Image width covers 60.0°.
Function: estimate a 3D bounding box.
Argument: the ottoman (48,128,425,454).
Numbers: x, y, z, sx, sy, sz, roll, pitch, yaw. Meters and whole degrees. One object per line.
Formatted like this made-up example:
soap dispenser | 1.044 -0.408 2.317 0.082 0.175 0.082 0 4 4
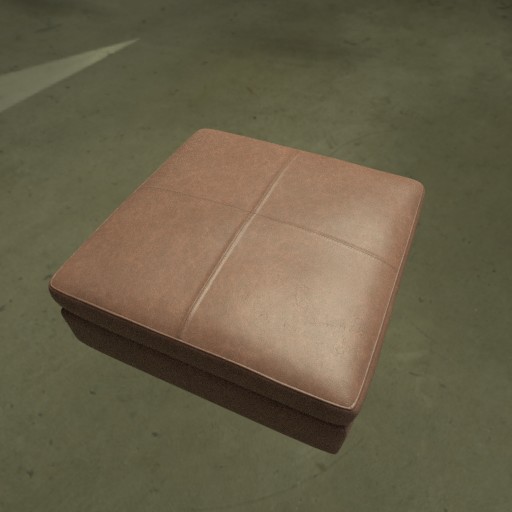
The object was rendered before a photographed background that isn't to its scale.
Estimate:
ottoman | 0.000 0.000 1.867 1.168 0.490 1.168 18 50 16
